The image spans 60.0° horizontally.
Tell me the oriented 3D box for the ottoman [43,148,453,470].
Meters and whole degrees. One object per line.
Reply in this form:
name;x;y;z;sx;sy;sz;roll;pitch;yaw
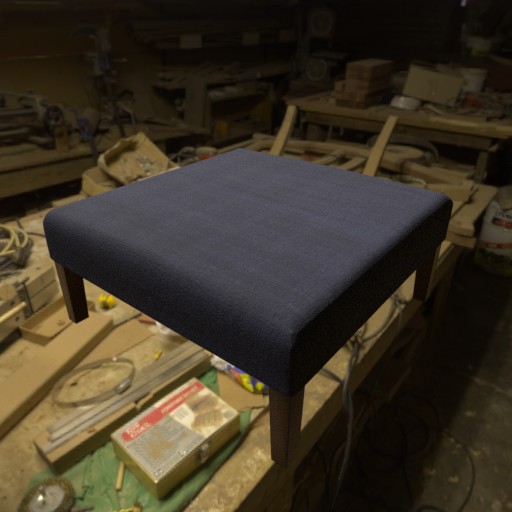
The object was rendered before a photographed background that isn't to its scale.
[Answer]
ottoman;0.000;0.000;1.405;0.890;0.411;0.889;21;35;33
